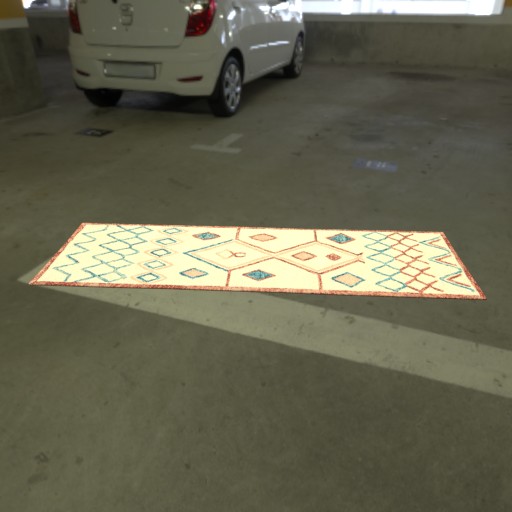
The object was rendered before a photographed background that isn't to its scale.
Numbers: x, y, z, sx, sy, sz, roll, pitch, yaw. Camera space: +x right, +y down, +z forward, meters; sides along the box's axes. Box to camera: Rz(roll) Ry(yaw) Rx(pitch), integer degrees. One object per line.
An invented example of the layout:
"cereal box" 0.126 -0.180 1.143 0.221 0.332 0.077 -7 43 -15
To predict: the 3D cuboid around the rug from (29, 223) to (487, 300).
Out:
"rug" 0.000 0.000 2.670 2.435 0.011 0.750 2 31 3
